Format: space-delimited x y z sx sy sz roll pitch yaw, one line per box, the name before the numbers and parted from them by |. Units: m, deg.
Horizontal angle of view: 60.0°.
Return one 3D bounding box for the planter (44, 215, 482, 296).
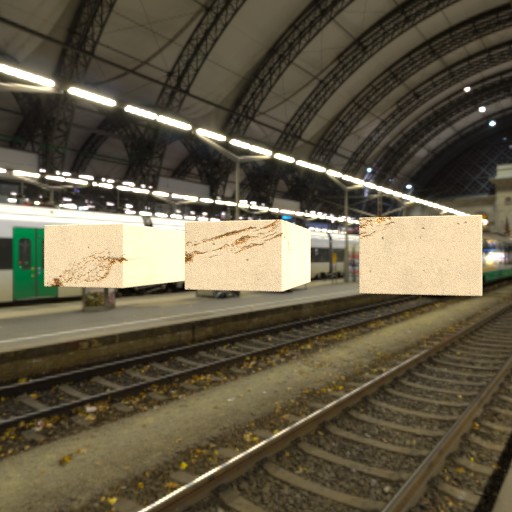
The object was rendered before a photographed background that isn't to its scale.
planter | 0.000 0.000 0.386 0.333 0.051 0.127 0 0 16
